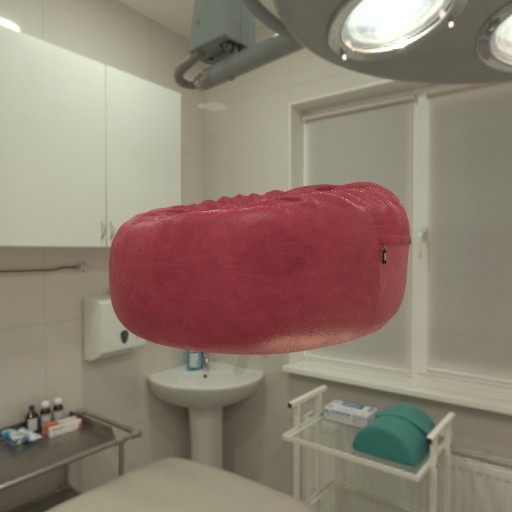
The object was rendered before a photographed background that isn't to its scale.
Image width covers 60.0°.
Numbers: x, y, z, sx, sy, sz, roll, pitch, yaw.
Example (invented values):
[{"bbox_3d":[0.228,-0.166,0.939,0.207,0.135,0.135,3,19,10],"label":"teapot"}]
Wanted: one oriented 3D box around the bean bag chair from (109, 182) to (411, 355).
[{"bbox_3d":[0.000,0.000,2.453,1.524,0.878,1.524,1,1,37],"label":"bean bag chair"}]
